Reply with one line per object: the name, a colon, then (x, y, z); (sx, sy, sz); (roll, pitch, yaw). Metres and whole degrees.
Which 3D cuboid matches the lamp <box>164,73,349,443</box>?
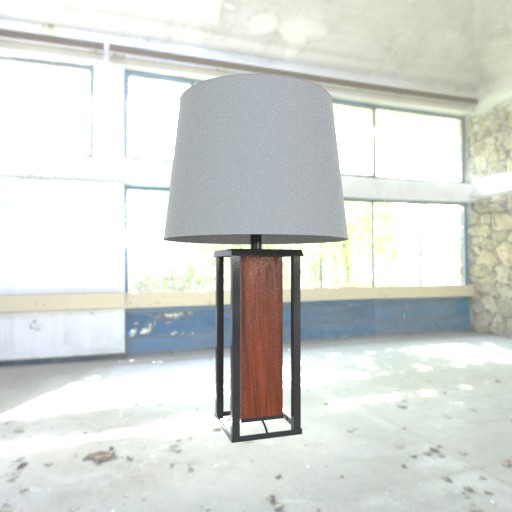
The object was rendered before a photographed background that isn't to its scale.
lamp: (0.000, 0.000, 0.780); (0.320, 0.591, 0.320); (0, -1, 0)
